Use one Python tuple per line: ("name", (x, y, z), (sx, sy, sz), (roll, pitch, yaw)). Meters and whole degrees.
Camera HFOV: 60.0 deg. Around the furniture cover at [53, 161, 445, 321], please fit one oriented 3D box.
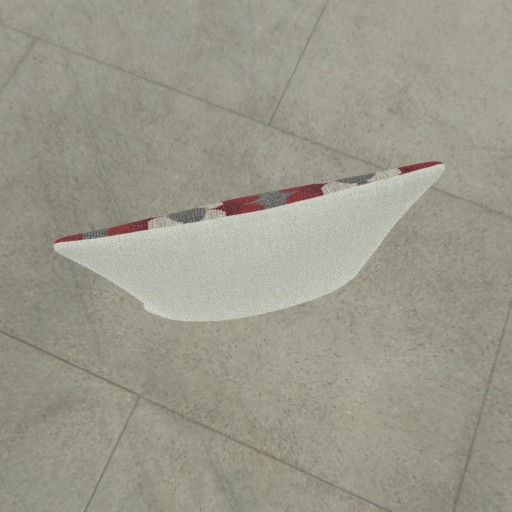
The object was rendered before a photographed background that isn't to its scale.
("furniture cover", (0.000, 0.000, 0.664), (0.435, 0.420, 0.145), (-12, 75, -3))
